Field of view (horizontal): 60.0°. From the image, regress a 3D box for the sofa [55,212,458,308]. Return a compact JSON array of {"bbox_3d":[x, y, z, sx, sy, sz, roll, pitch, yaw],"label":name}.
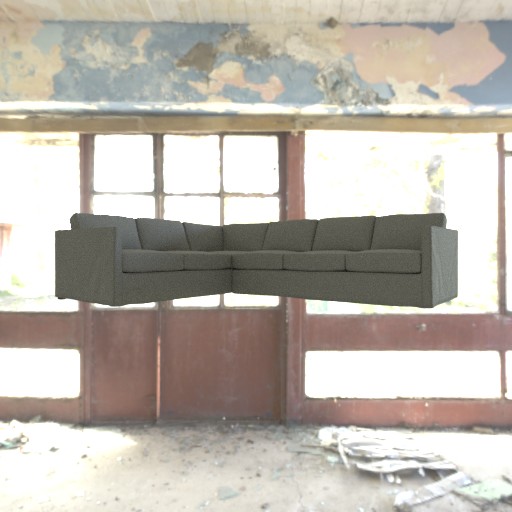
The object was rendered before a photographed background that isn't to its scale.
[{"bbox_3d":[0.000,0.000,4.355,3.182,0.871,2.432,0,0,38],"label":"sofa"}]
